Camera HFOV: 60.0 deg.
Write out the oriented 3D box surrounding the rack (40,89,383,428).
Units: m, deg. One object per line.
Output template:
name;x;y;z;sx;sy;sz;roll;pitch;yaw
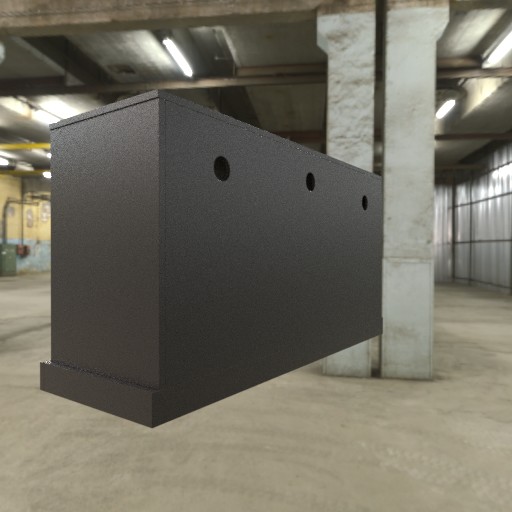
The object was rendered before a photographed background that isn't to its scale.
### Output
rack;0.000;0.000;1.427;0.399;0.635;1.206;0;0;36
